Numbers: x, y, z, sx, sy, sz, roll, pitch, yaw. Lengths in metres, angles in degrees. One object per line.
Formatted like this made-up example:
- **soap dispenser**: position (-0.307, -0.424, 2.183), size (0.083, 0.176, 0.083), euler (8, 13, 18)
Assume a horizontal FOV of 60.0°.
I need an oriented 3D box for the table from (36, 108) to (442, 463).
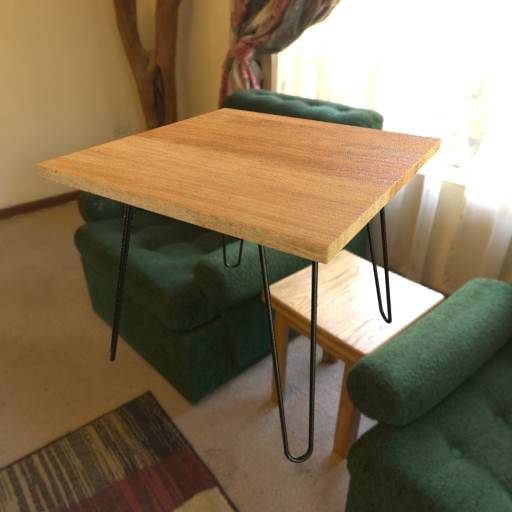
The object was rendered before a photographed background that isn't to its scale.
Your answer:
- **table**: position (0.000, 0.000, 1.031), size (0.599, 0.500, 0.599), euler (18, 34, 28)
